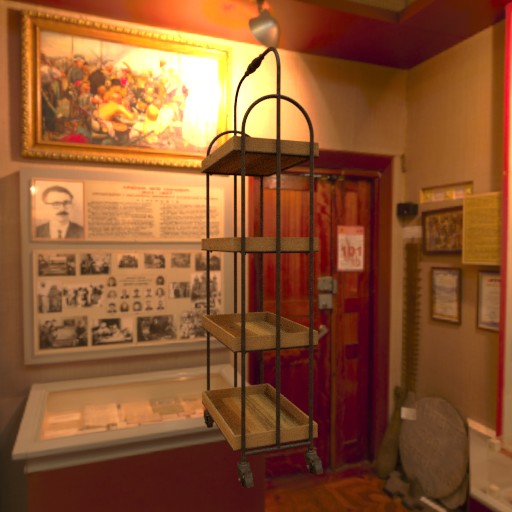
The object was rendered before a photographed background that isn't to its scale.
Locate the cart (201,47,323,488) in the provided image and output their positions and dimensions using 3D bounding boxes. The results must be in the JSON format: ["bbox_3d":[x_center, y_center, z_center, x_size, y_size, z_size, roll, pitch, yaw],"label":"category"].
[{"bbox_3d":[0.000,0.000,1.685,0.308,1.481,0.581,-1,2,-19],"label":"cart"}]
